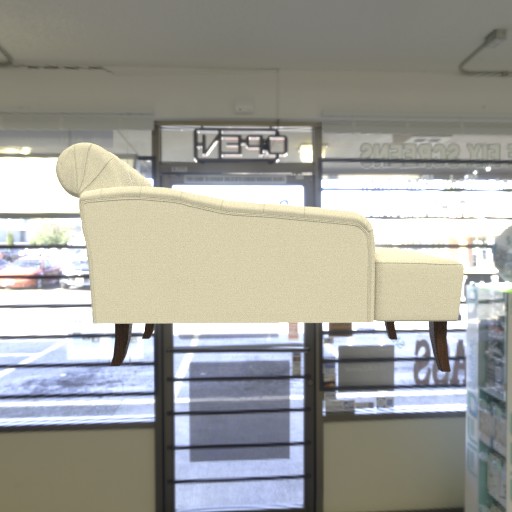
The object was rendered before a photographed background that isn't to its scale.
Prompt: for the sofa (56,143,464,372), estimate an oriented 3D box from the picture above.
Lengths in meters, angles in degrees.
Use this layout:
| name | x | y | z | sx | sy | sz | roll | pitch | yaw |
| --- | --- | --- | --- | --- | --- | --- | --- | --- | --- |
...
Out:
| name | x | y | z | sx | sy | sz | roll | pitch | yaw |
| --- | --- | --- | --- | --- | --- | --- | --- | --- | --- |
| sofa | 0.000 | 0.000 | 1.780 | 1.379 | 0.787 | 0.675 | 0 | 1 | -1 |
